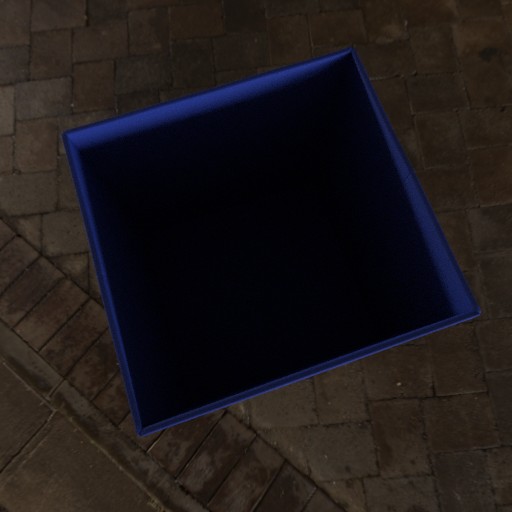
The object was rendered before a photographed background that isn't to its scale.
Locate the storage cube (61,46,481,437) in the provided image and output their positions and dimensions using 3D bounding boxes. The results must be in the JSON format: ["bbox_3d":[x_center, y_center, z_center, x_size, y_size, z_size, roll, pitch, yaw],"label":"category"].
[{"bbox_3d":[0.000,0.000,0.485,0.270,0.280,0.270,-18,75,-5],"label":"storage cube"}]
